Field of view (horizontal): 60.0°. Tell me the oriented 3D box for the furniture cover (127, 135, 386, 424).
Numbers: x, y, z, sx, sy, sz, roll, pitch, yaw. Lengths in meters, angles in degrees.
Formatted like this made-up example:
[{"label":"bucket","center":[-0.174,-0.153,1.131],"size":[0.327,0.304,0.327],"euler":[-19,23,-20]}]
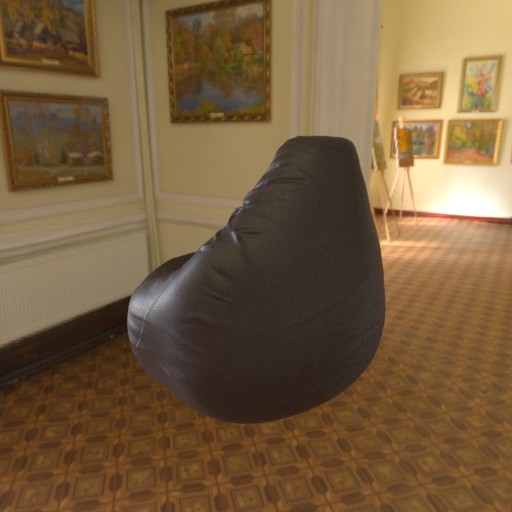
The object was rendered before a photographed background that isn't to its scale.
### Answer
[{"label":"furniture cover","center":[0.000,0.000,1.886],"size":[1.070,0.990,1.070],"euler":[15,21,42]}]
